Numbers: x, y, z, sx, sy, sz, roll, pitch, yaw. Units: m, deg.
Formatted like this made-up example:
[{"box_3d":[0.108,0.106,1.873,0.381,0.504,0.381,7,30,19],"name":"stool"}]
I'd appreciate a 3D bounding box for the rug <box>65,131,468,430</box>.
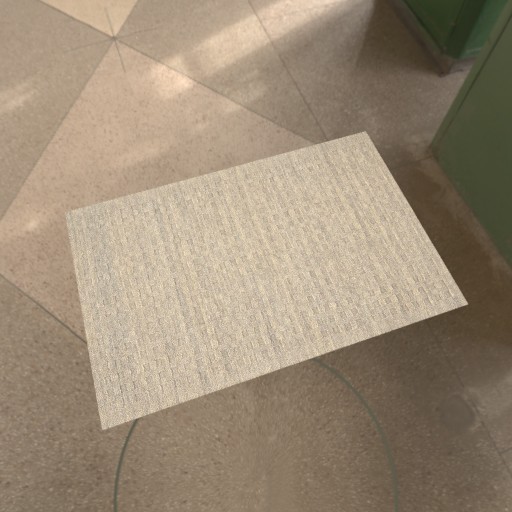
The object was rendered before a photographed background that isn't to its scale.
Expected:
[{"box_3d":[0.000,0.000,2.236,1.752,0.006,1.142,-17,64,-8],"name":"rug"}]
